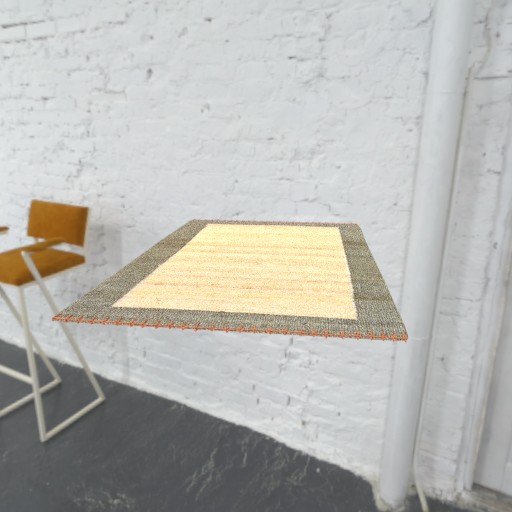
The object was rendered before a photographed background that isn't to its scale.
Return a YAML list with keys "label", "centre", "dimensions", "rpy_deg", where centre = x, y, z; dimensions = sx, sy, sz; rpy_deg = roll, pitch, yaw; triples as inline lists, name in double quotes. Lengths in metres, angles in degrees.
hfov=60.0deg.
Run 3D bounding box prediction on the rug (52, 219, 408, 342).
- label: "rug"
  centre: [0.000, 0.000, 2.326]
  dimensions: [1.220, 0.019, 1.838]
  rpy_deg: [2, 16, 7]
